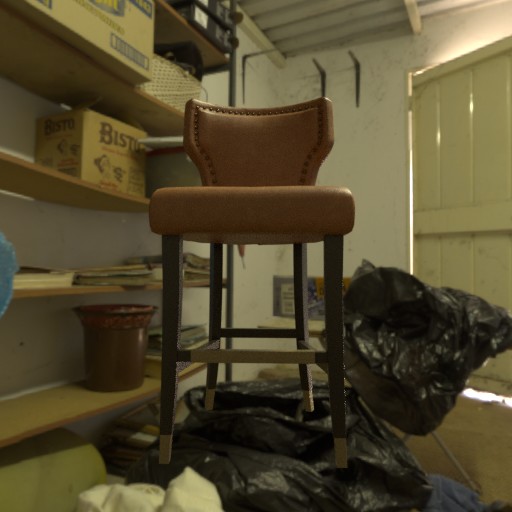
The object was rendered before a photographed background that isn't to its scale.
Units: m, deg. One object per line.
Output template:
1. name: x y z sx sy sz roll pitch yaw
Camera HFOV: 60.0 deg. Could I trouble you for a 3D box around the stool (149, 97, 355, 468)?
1. stool: 0.000 0.000 1.365 0.526 1.092 0.563 0 -1 3
